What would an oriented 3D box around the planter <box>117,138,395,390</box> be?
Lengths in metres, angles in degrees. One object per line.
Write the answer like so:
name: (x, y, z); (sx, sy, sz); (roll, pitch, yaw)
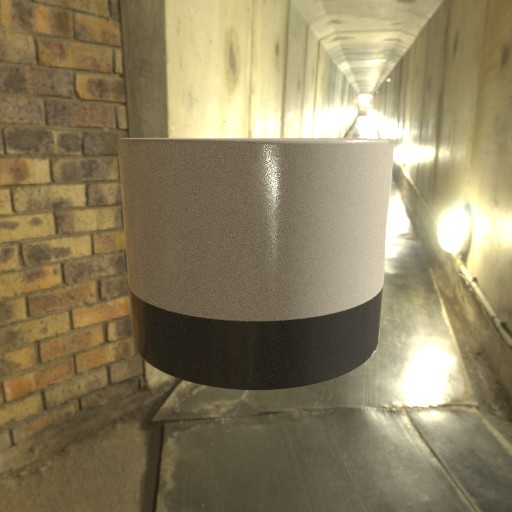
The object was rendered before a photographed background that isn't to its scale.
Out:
planter: (0.000, 0.000, 0.345); (0.193, 0.177, 0.193); (0, 15, 0)
